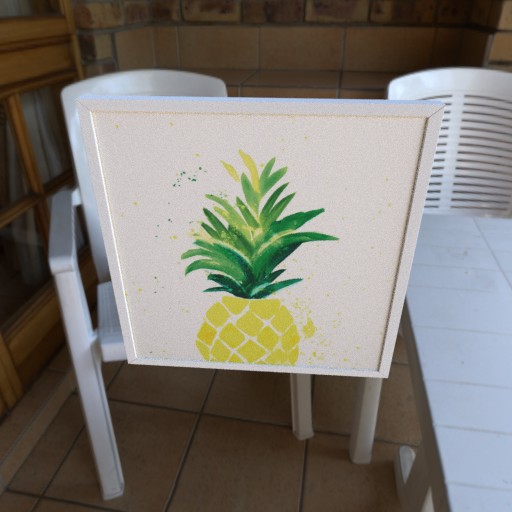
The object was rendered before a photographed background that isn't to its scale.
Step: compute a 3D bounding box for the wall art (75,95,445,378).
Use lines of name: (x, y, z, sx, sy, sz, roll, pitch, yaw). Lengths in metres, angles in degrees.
wall art: (0.000, 0.000, 1.122, 0.763, 0.761, 0.038, 2, 31, 4)
